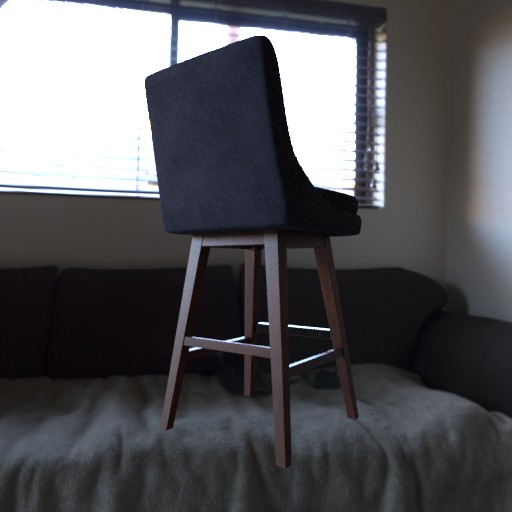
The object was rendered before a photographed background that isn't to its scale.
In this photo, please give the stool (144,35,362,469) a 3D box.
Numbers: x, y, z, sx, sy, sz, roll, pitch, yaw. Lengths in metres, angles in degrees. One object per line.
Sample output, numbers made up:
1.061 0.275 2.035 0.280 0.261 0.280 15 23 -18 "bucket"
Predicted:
0.000 0.000 1.390 0.489 1.068 0.572 -1 -1 36 "stool"
